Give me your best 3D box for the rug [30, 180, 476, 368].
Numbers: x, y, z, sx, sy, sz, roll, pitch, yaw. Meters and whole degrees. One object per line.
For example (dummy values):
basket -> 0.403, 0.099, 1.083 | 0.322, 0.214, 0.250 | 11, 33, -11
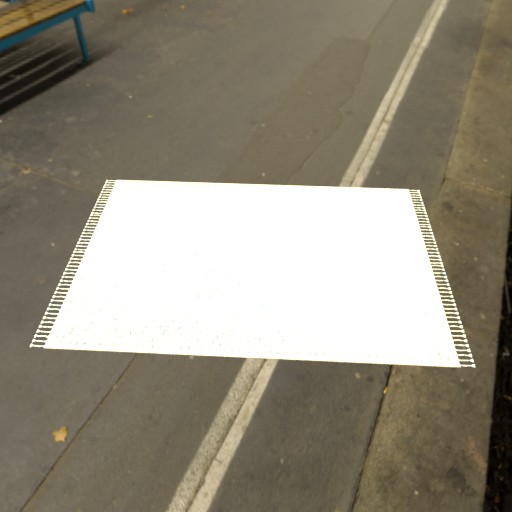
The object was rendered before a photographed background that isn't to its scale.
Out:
rug -> 0.000, 0.000, 2.938 | 2.438, 0.010, 1.524 | 2, 47, 2
